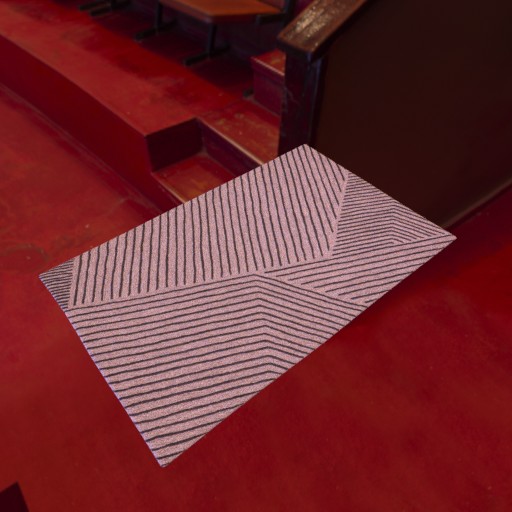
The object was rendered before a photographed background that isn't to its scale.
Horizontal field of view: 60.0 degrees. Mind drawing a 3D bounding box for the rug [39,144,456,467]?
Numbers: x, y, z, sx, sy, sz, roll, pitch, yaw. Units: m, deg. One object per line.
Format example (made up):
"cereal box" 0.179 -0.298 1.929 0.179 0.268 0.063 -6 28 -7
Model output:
"rug" 0.000 0.000 2.996 2.406 0.023 1.539 -31 54 -26
